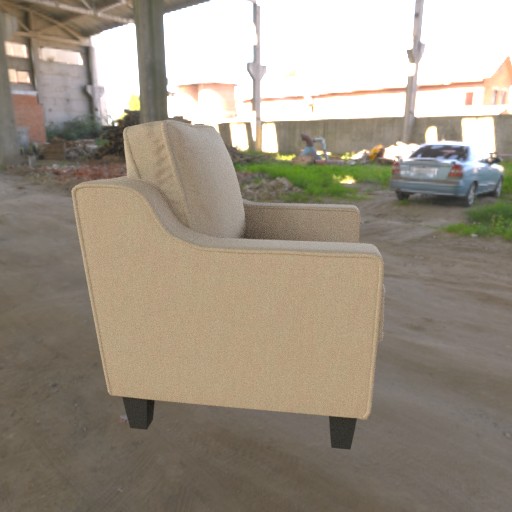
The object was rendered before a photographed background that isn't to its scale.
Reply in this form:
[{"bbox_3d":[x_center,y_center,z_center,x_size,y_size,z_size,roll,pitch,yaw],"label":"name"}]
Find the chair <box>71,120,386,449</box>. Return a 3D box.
[{"bbox_3d":[0.000,0.000,1.644,0.882,0.948,0.922,2,15,8],"label":"chair"}]
